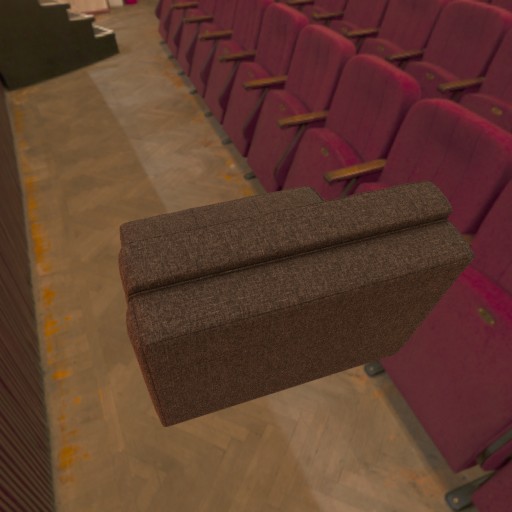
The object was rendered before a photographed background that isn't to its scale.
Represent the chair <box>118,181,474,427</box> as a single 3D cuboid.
[{"bbox_3d":[0.000,0.000,1.280,0.740,0.615,0.800,-13,44,-14],"label":"chair"}]
